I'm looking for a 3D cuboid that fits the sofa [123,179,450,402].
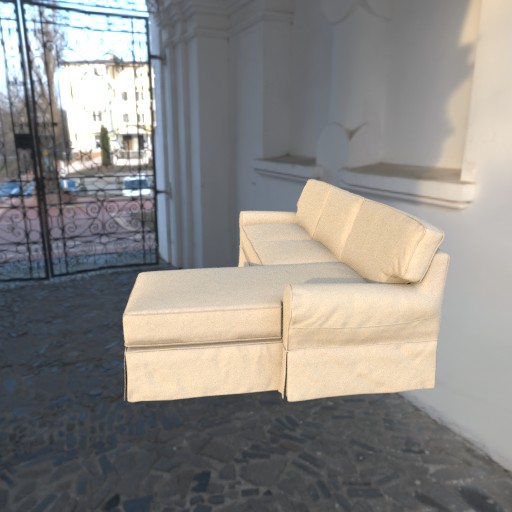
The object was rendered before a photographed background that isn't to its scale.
[{"bbox_3d":[0.000,0.000,3.409,1.733,0.978,2.475,-2,16,-8],"label":"sofa"}]
